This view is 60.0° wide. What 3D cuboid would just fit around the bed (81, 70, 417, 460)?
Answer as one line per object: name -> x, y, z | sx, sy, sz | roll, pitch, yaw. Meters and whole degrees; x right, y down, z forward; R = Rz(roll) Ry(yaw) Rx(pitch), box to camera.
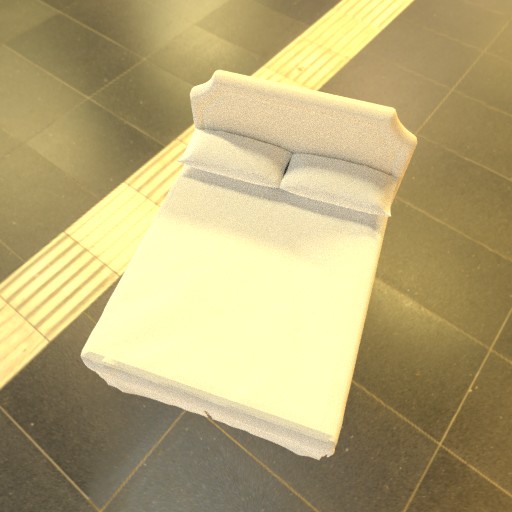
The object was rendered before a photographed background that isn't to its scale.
bed -> 0.000, 0.000, 3.752 | 2.134, 1.524, 2.548 | 16, 61, 9
